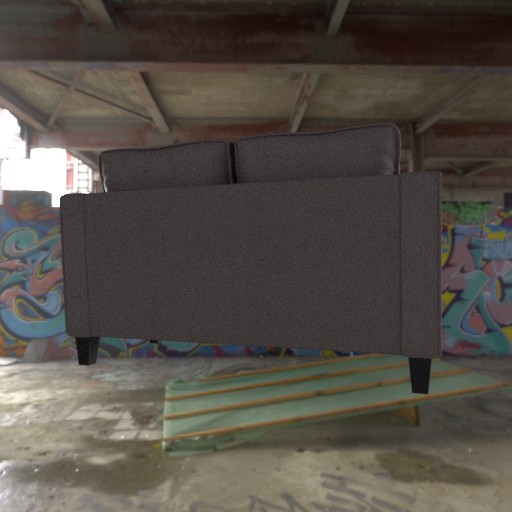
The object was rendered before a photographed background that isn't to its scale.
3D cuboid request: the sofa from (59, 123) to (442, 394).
[{"bbox_3d":[0.000,0.000,2.007,1.500,0.948,0.791,0,-1,18],"label":"sofa"}]
